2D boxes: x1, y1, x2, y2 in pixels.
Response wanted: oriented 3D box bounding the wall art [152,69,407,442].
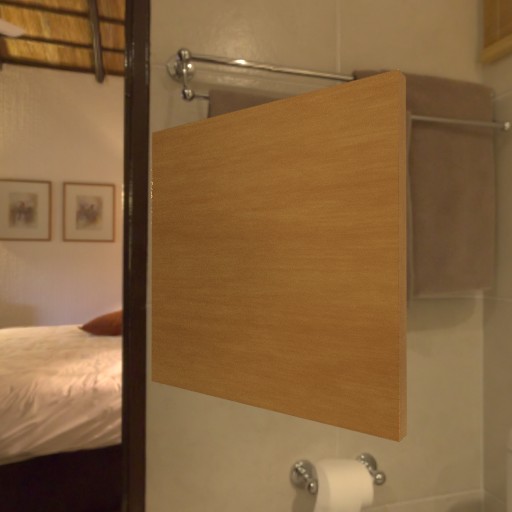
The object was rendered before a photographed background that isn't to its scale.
[{"bbox_3d":[0.000,0.000,0.456,0.302,0.302,0.019,0,-1,37],"label":"wall art"}]
